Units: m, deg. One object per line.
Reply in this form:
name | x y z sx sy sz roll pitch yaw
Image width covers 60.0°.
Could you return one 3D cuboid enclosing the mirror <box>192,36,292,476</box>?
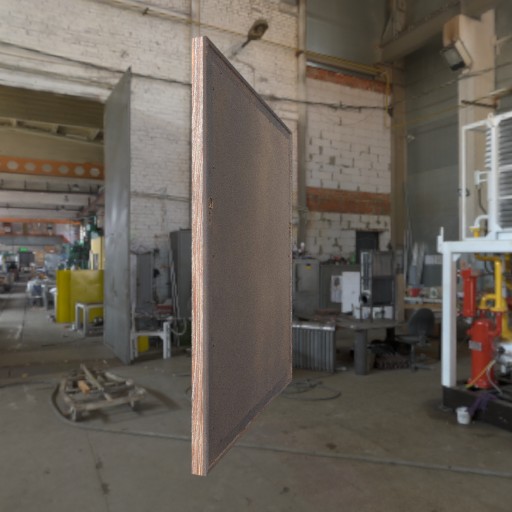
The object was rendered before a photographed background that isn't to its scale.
mirror | 0.000 0.000 1.239 0.032 0.882 0.730 0 0 18
